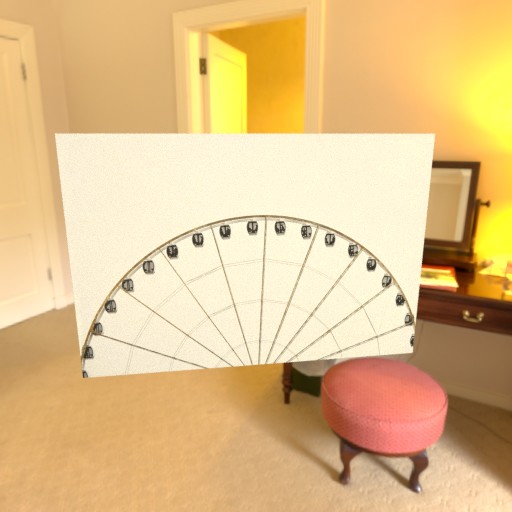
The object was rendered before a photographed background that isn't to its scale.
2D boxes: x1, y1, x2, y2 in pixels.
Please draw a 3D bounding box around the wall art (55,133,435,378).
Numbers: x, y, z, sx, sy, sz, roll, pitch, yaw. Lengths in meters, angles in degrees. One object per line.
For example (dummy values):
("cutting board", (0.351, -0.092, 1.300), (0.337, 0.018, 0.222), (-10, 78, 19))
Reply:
("wall art", (0.000, 0.000, 1.440), (1.144, 0.767, 0.038), (-2, 16, -8))
